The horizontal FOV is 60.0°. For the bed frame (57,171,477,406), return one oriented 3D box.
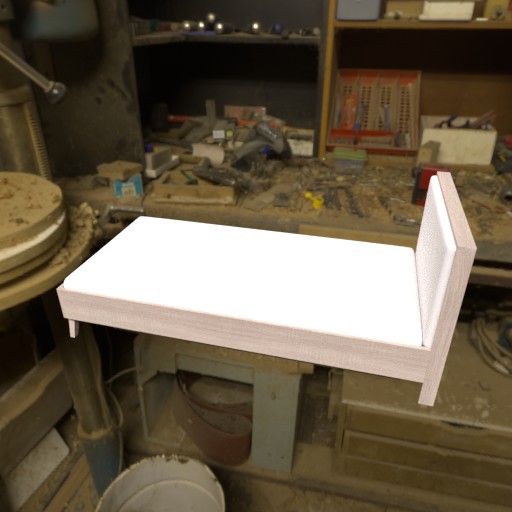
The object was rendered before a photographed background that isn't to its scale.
[{"bbox_3d":[0.000,0.000,2.701,2.140,0.920,0.990,7,30,13],"label":"bed frame"}]
